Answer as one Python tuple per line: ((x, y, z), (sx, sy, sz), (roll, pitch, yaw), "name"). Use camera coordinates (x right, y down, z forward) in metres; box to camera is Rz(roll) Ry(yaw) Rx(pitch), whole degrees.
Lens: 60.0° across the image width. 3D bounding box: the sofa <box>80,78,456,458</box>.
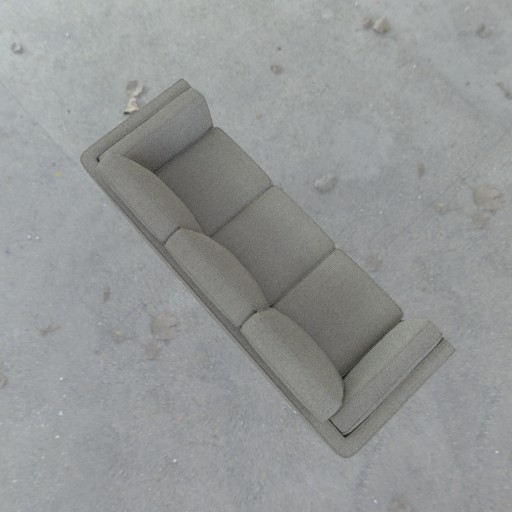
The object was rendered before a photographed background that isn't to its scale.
((0.000, 0.000, 2.792), (0.903, 0.899, 2.362), (-41, 78, -11), "sofa")
